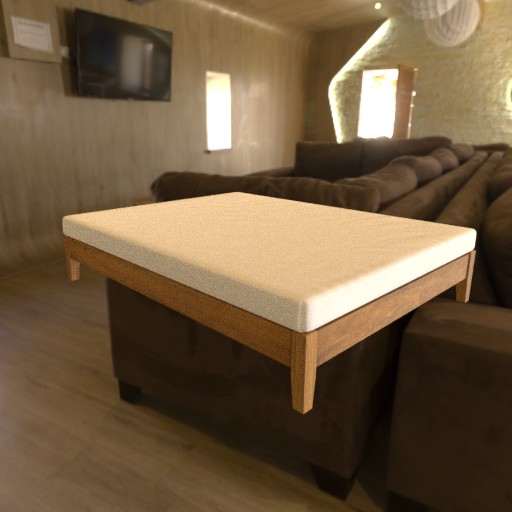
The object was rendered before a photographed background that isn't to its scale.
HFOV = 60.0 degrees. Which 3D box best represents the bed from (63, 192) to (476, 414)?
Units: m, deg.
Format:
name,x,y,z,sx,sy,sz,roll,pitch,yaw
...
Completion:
name,x,y,z,sx,sy,sz,roll,pitch,yaw
bed,0.000,0.000,2.713,1.536,0.431,2.016,-16,23,-42
